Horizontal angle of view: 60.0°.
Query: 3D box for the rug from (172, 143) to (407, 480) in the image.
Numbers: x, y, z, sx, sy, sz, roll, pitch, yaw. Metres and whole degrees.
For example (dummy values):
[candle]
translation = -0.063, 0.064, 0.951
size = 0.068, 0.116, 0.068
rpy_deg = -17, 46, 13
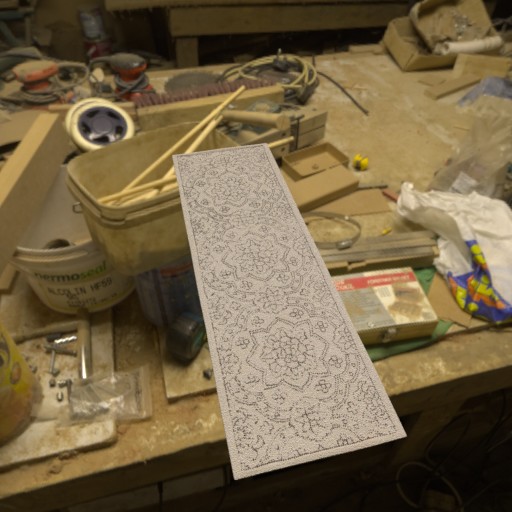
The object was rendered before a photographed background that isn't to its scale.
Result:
[rug]
translation = 0.000, 0.000, 2.692
size = 0.769, 0.012, 2.448
rpy_deg = -10, 46, -9
